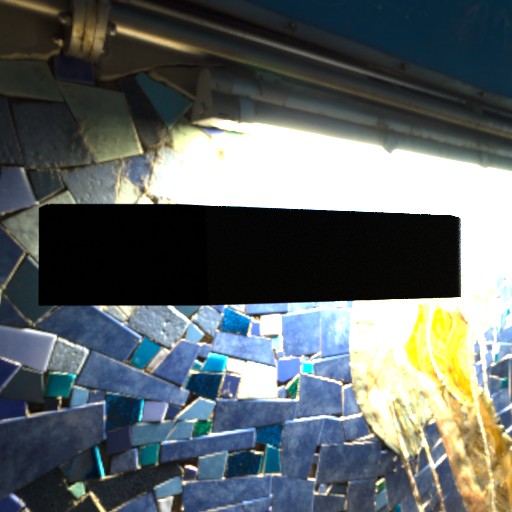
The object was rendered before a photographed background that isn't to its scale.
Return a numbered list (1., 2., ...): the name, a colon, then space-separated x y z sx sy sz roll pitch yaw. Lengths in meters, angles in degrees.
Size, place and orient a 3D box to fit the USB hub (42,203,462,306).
1. USB hub: 0.000 0.000 0.127 0.110 0.023 0.044 0 -1 -18
